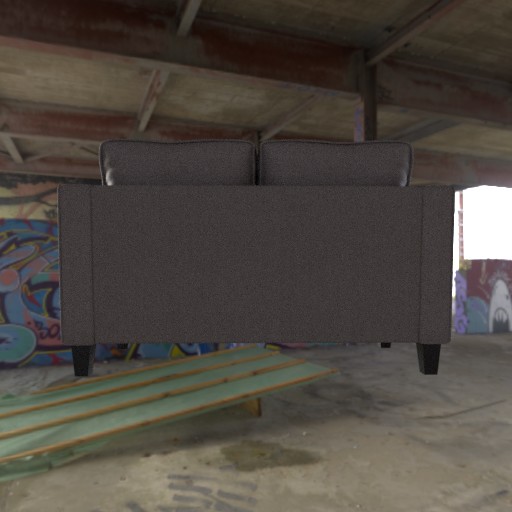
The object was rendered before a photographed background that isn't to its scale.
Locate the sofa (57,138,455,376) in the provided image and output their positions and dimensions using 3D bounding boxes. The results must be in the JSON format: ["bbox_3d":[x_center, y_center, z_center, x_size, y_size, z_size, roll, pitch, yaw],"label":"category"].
[{"bbox_3d":[0.000,0.000,2.050,1.500,0.948,0.791,0,-1,-1],"label":"sofa"}]
